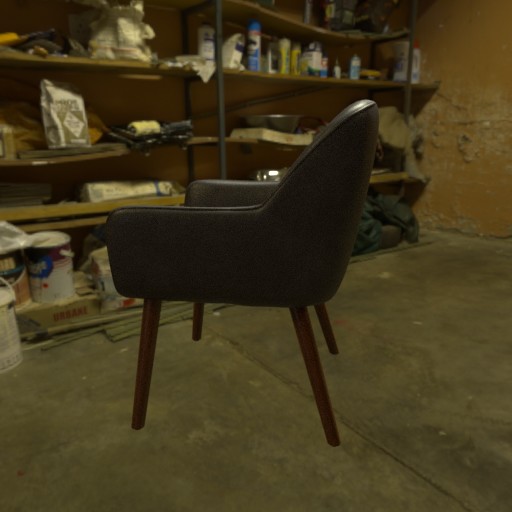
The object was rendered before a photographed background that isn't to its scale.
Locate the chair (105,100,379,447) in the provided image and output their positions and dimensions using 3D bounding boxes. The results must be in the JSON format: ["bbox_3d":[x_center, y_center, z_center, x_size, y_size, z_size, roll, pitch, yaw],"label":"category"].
[{"bbox_3d":[0.000,0.000,1.270,0.610,0.828,0.610,3,16,9],"label":"chair"}]
